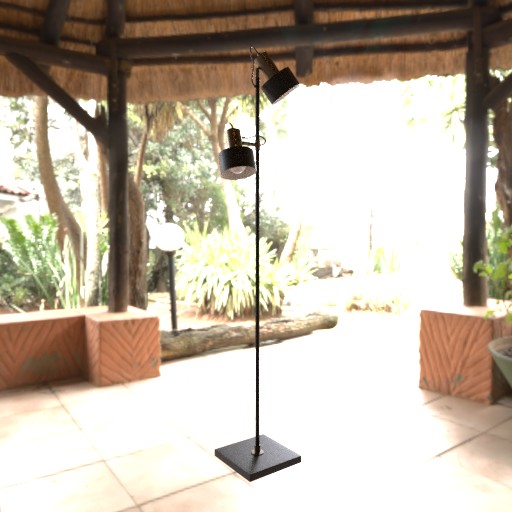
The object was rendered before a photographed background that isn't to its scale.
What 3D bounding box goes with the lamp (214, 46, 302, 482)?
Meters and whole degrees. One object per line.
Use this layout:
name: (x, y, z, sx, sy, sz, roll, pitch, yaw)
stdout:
lamp: (0.000, 0.000, 1.620, 0.315, 1.505, 0.233, -1, 2, -36)
